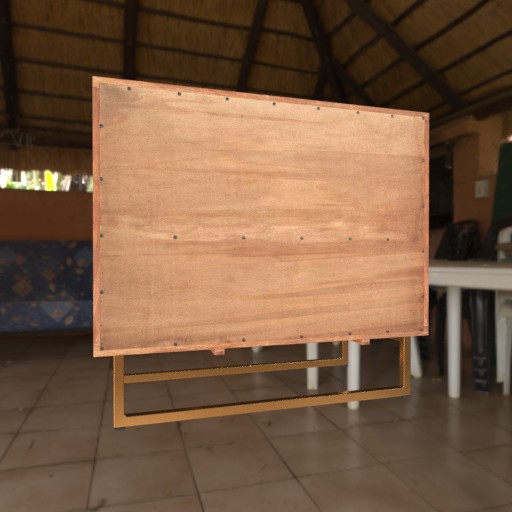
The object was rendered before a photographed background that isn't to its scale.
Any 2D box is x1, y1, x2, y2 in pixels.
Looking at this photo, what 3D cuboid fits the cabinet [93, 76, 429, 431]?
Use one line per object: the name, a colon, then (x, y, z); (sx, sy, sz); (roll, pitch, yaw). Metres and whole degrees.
cabinet: (0.000, 0.000, 1.410); (0.950, 0.860, 0.451); (0, 1, -17)
